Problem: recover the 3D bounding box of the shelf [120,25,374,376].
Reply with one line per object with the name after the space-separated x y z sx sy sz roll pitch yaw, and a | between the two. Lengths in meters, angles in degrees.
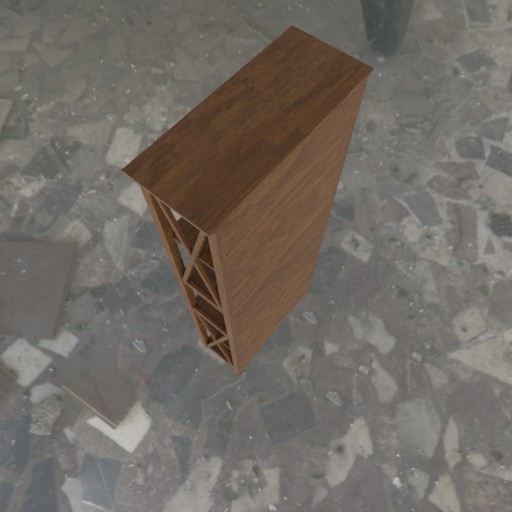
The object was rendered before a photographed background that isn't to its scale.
0.000 0.000 2.197 0.335 1.905 0.805 36 69 16 | shelf
